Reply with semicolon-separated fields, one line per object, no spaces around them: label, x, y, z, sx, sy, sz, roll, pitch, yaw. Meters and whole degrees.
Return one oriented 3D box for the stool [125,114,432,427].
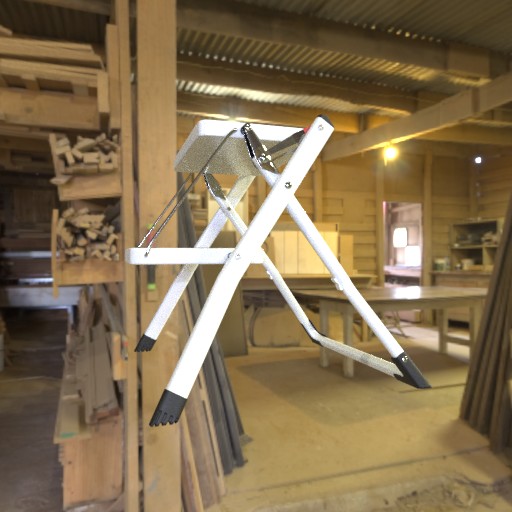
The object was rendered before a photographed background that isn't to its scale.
stool;0.000;0.000;0.873;0.490;0.445;0.485;0;0;-18
